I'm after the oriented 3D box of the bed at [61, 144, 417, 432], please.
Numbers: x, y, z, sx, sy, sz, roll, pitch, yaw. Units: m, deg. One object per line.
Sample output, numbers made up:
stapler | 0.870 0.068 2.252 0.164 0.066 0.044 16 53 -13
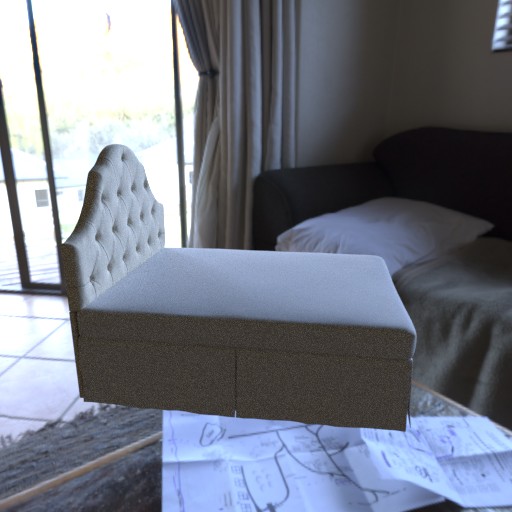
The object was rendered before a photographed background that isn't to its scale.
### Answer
bed | 0.000 0.000 3.235 2.092 1.575 1.627 2 16 8
